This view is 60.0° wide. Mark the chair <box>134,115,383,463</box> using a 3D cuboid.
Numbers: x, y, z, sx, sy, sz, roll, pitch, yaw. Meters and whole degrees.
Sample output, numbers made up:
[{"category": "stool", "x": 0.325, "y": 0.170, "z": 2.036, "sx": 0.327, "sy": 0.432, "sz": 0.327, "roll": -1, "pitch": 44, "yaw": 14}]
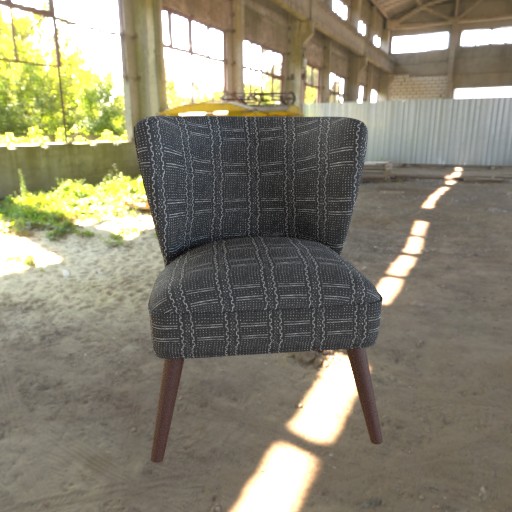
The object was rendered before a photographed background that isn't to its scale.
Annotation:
[{"category": "chair", "x": 0.000, "y": 0.000, "z": 1.393, "sx": 0.710, "sy": 0.866, "sz": 0.758, "roll": -2, "pitch": 15, "yaw": -7}]
